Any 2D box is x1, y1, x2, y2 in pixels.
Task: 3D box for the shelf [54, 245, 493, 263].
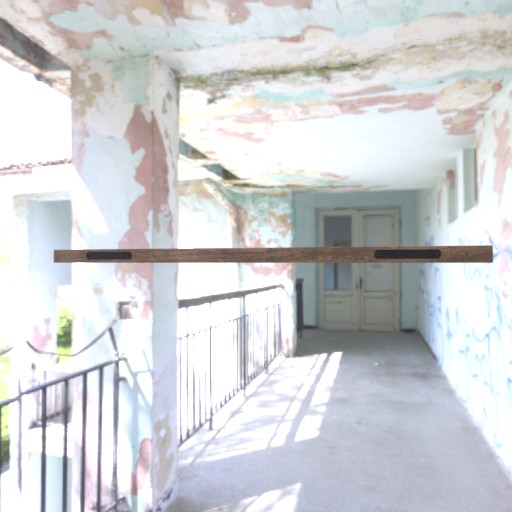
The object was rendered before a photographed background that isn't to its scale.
[{"bbox_3d":[0.000,0.000,0.663,0.610,0.020,0.140,0,-1,17],"label":"shelf"}]
